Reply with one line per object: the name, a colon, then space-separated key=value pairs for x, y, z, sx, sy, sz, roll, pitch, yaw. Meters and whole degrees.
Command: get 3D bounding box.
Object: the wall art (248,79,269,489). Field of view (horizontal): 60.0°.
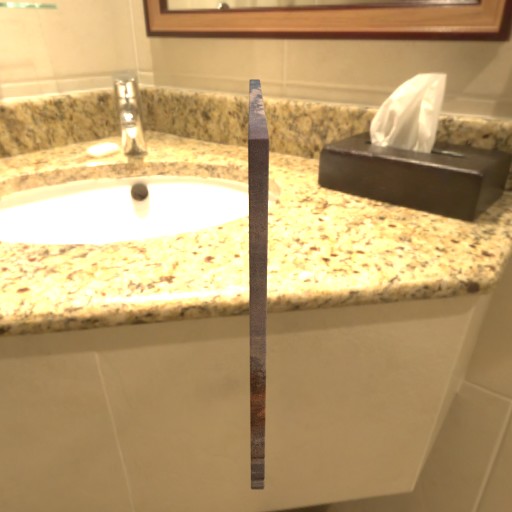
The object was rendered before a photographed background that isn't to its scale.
wall art: x=0.000 y=0.000 z=1.327 sx=0.035 sy=0.897 sz=0.888 roll=0 pitch=28 yaw=0
